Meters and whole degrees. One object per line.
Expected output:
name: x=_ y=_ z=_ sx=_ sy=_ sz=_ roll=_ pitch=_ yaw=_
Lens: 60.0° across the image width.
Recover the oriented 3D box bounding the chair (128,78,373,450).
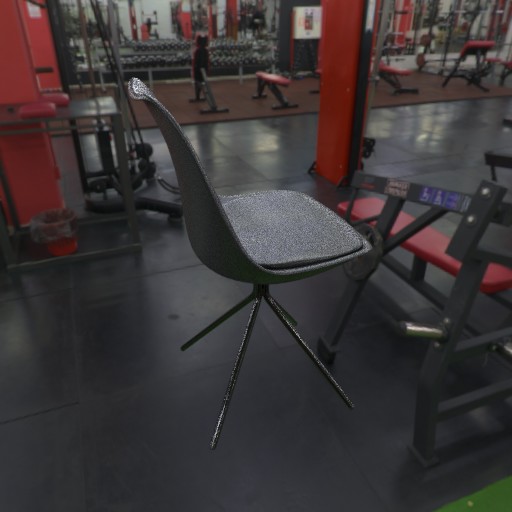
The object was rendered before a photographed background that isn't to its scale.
chair: x=0.000 y=0.000 z=1.141 sx=0.525 sy=0.850 sz=0.461 roll=-9 pitch=30 yaw=-17
